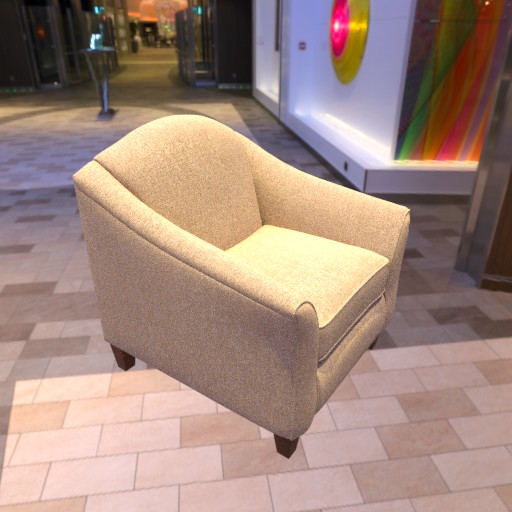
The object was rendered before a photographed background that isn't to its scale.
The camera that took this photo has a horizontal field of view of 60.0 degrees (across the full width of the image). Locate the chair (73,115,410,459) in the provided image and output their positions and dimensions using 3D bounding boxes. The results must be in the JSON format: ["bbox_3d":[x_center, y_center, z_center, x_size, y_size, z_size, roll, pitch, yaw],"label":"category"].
[{"bbox_3d":[0.000,0.000,1.479,0.787,0.839,0.763,18,32,31],"label":"chair"}]
